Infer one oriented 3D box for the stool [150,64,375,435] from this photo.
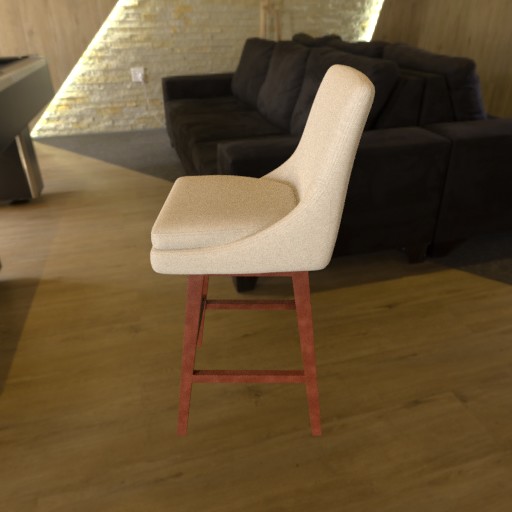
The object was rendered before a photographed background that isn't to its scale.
[{"bbox_3d":[0.000,0.000,1.405,0.559,1.092,0.470,0,29,0],"label":"stool"}]
